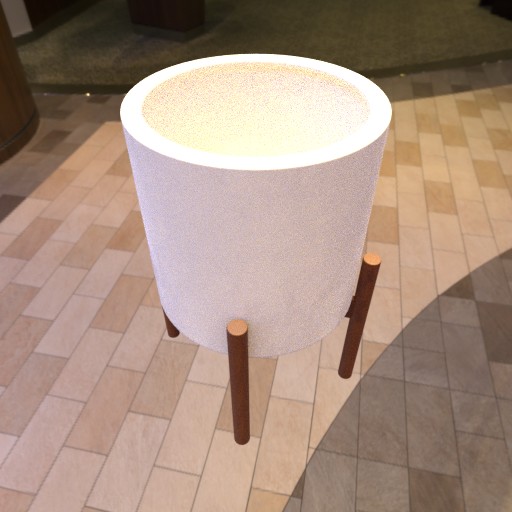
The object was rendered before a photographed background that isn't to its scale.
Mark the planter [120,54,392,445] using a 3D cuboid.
[{"bbox_3d":[0.000,0.000,0.923,0.417,0.670,0.417,-25,48,-24],"label":"planter"}]
